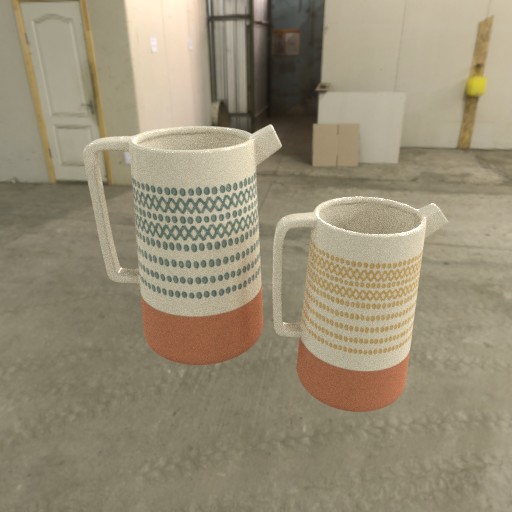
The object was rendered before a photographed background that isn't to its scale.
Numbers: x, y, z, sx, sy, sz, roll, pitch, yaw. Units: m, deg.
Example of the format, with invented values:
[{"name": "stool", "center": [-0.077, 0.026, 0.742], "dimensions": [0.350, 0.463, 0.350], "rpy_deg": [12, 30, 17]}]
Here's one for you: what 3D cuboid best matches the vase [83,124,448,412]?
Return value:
[{"name": "vase", "center": [0.000, 0.000, 0.458], "dimensions": [0.326, 0.247, 0.168], "rpy_deg": [19, 32, 33]}]
